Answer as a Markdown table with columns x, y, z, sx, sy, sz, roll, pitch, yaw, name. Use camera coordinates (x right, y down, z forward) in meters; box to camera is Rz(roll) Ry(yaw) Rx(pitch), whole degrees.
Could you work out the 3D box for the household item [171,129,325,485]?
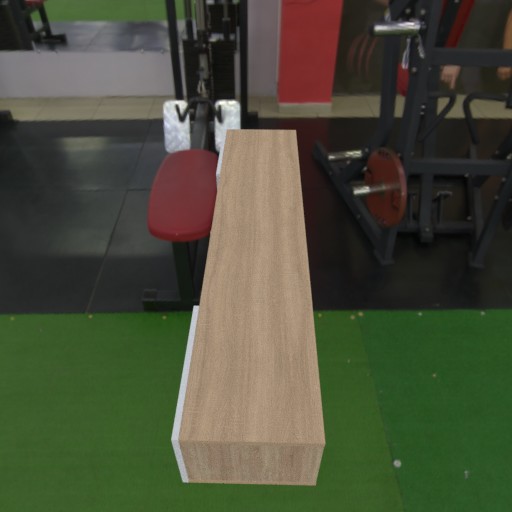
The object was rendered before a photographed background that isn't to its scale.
| x | y | z | sx | sy | sz | roll | pitch | yaw | name |
| --- | --- | --- | --- | --- | --- | --- | --- | --- | --- |
| 0.000 | 0.000 | 1.995 | 0.420 | 0.310 | 1.850 | 1 | 42 | 1 | household item |
